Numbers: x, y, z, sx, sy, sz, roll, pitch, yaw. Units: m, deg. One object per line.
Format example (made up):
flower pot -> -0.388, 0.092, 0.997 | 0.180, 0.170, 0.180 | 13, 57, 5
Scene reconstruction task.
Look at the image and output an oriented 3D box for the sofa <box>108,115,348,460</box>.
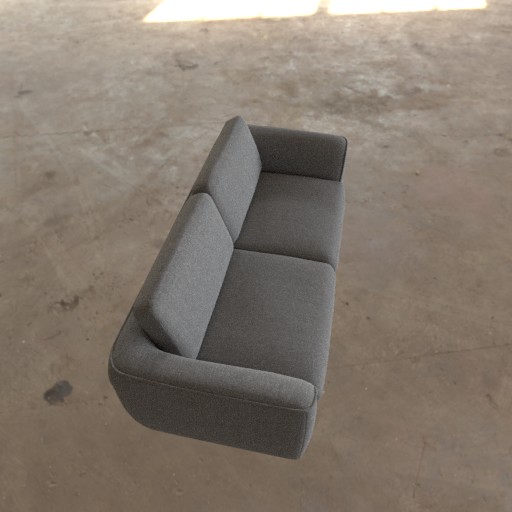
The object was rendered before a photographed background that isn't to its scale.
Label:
sofa -> 0.000, 0.000, 2.478 | 0.920, 0.870, 2.000 | 9, 47, 8
